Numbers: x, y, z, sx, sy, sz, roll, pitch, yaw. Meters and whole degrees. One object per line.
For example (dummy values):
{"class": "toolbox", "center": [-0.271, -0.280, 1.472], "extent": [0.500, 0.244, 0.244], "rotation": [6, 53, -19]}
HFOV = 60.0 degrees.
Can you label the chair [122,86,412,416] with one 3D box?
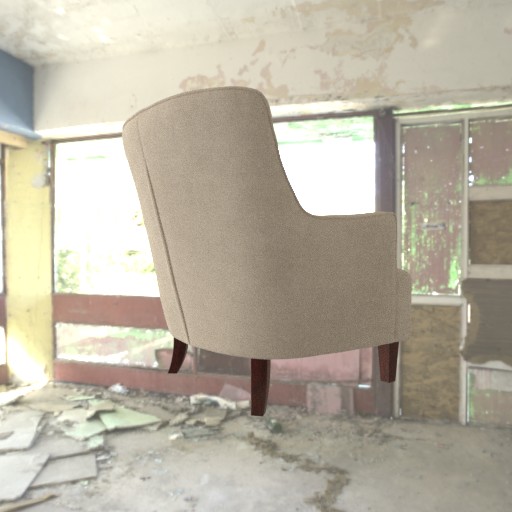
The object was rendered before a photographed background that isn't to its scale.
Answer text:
{"class": "chair", "center": [0.000, 0.000, 1.640], "extent": [0.910, 0.920, 0.781], "rotation": [-1, 1, -37]}
